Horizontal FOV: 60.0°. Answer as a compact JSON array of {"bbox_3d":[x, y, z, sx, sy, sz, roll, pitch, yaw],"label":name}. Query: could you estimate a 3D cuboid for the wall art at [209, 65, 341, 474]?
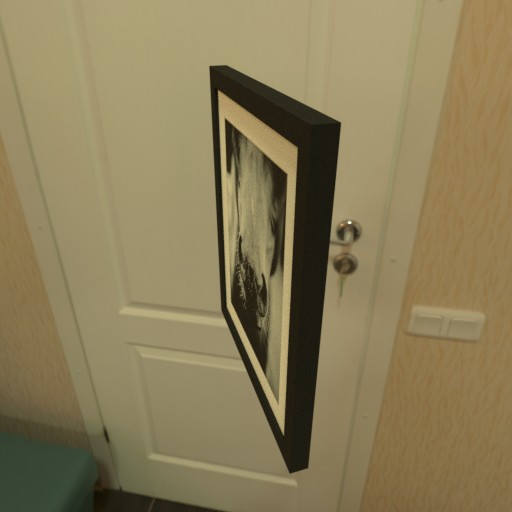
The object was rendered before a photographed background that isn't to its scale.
[{"bbox_3d":[0.000,0.000,0.769,0.033,0.559,0.457,-9,32,-15],"label":"wall art"}]
